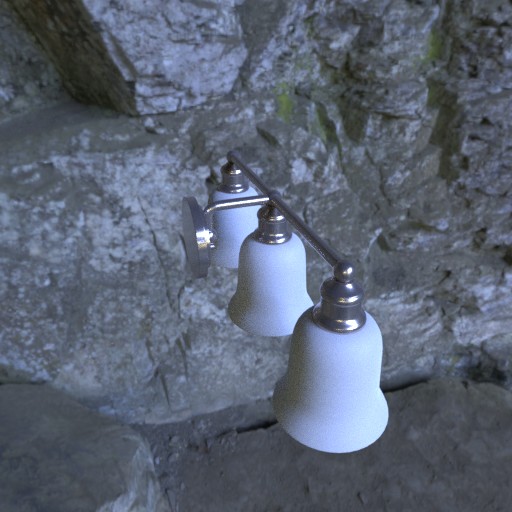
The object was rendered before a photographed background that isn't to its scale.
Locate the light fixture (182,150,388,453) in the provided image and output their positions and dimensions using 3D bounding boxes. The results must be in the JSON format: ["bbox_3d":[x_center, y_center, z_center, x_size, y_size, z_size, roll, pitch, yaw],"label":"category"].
[{"bbox_3d":[0.000,0.000,0.679,0.198,0.211,0.570,-9,31,-16],"label":"light fixture"}]
